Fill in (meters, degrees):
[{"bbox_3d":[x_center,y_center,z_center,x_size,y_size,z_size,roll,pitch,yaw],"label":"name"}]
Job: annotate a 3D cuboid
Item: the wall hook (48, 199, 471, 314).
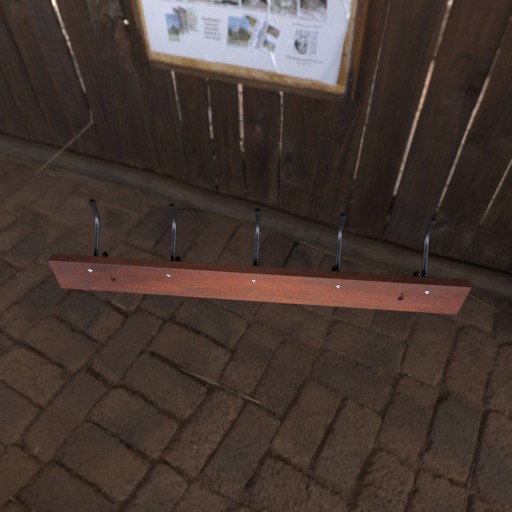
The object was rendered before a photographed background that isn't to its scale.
[{"bbox_3d":[0.000,0.000,0.621,0.571,0.117,0.071,4,47,3],"label":"wall hook"}]
